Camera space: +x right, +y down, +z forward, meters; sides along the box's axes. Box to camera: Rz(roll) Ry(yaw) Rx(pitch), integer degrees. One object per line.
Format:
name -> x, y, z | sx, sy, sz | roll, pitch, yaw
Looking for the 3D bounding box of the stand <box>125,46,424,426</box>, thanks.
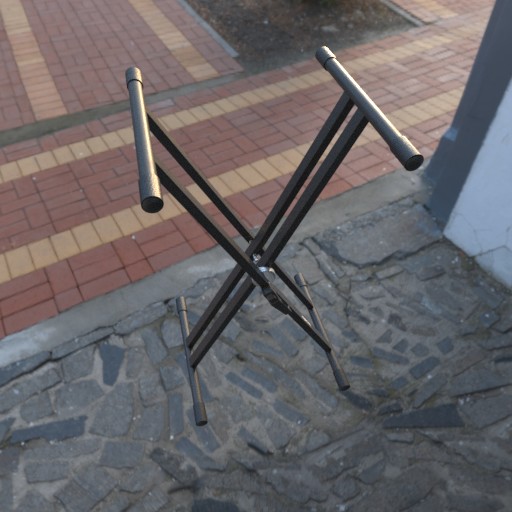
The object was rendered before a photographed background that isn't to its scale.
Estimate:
stand -> 0.000, 0.000, 1.228 | 0.503, 0.900, 0.495 | -11, 48, -10
